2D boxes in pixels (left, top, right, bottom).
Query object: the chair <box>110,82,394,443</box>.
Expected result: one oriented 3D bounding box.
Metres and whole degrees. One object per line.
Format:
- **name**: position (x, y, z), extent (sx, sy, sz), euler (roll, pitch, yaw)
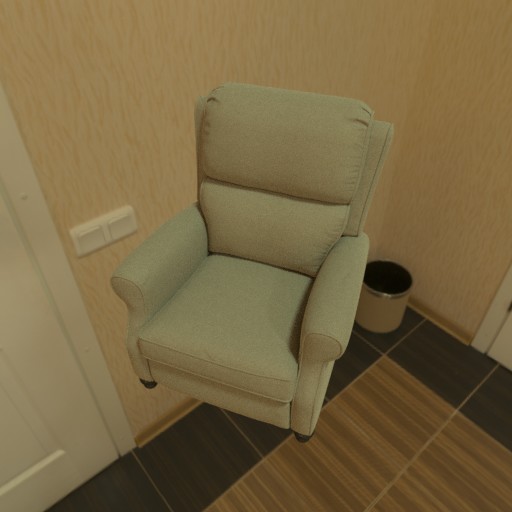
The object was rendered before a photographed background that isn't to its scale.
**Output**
- **chair**: position (0.000, 0.000, 1.756), extent (0.859, 1.046, 0.919), euler (14, 43, 15)
